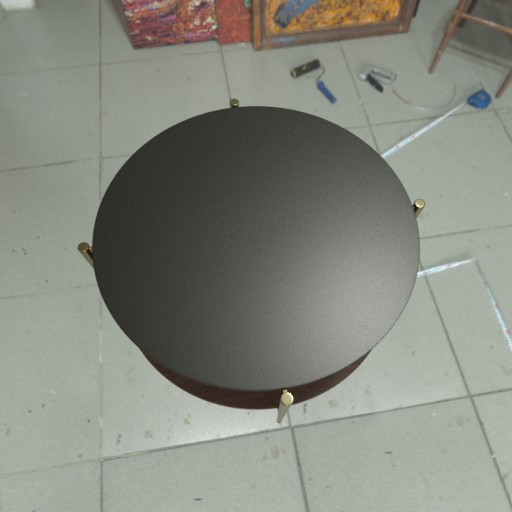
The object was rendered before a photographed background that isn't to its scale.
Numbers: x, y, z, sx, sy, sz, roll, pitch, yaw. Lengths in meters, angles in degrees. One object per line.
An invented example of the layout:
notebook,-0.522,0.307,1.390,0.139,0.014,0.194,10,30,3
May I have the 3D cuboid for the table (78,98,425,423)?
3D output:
table,0.000,0.000,1.463,0.938,0.400,0.938,-35,68,-17
